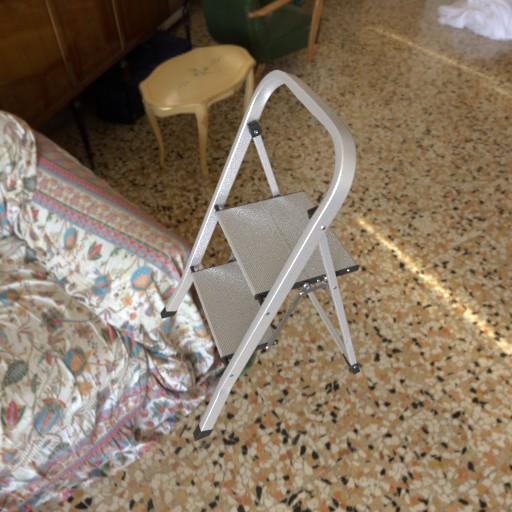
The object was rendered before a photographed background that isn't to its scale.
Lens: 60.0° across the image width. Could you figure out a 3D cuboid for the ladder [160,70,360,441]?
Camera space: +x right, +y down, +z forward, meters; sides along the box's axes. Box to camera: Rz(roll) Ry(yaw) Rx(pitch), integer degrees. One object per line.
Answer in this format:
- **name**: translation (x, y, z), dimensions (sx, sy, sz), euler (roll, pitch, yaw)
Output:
- **ladder**: translation (0.000, 0.000, 1.138), dimensions (0.530, 0.830, 0.465), euler (-15, 48, -14)
